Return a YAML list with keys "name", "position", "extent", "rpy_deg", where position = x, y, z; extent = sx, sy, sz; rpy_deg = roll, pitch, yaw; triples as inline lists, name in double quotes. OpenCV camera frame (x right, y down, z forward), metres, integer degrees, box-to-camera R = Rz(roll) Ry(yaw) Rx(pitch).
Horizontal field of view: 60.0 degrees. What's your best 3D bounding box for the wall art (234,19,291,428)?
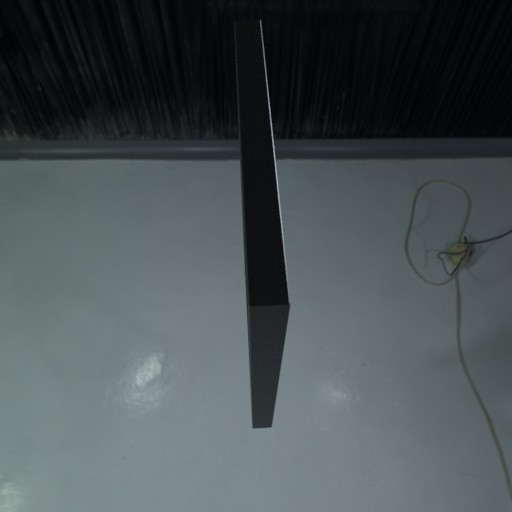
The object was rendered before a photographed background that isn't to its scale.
- name: "wall art"
  position: [0.000, 0.000, 0.750]
  extent: [0.039, 0.555, 0.449]
  rpy_deg: [-3, 58, -2]
